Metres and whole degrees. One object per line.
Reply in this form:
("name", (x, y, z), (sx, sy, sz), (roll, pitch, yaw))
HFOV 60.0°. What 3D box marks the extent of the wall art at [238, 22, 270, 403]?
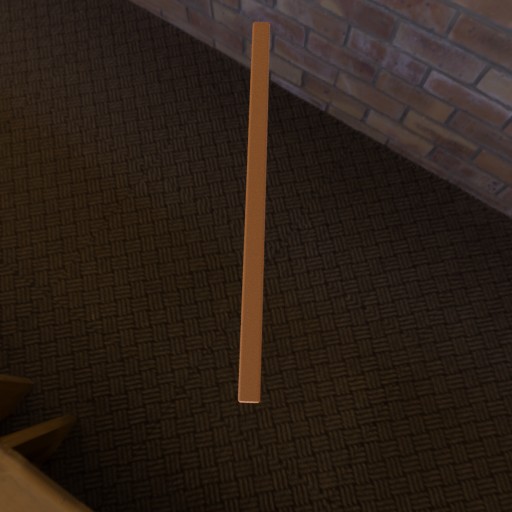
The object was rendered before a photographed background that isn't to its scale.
("wall art", (0.000, 0.000, 0.519), (0.015, 0.379, 0.310), (2, 74, 0))
